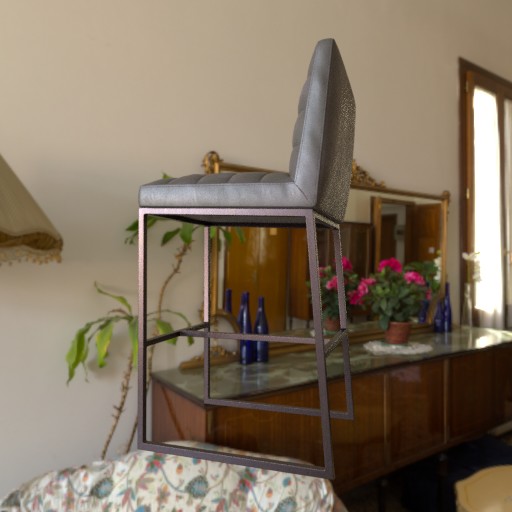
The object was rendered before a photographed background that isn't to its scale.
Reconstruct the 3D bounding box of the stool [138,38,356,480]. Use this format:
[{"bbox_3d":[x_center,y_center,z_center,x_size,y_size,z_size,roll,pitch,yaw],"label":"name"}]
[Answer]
[{"bbox_3d":[0.000,0.000,1.345,0.562,1.065,0.463,0,-1,19],"label":"stool"}]
